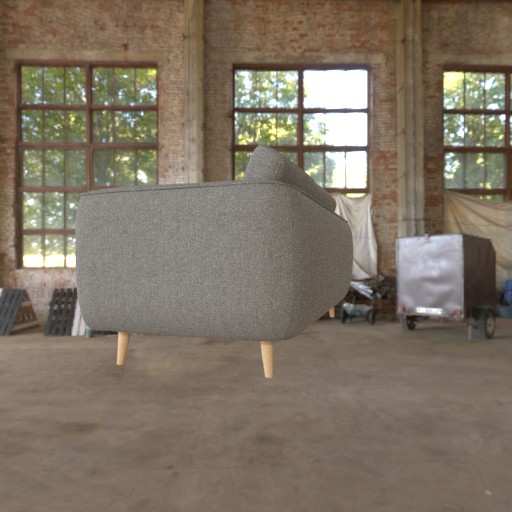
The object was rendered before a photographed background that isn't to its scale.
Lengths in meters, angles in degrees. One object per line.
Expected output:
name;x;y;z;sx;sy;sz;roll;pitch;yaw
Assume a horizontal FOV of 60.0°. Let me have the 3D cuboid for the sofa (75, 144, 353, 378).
sofa;0.000;0.000;2.466;0.920;0.870;2.000;0;0;18
